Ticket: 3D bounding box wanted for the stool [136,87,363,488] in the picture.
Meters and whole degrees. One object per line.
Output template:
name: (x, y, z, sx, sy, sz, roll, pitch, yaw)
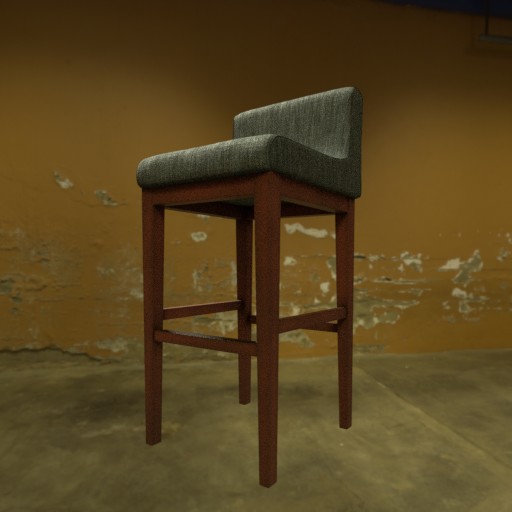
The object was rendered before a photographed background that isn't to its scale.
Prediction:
stool: (0.000, 0.000, 1.208, 0.426, 0.965, 0.499, 0, -1, 36)
